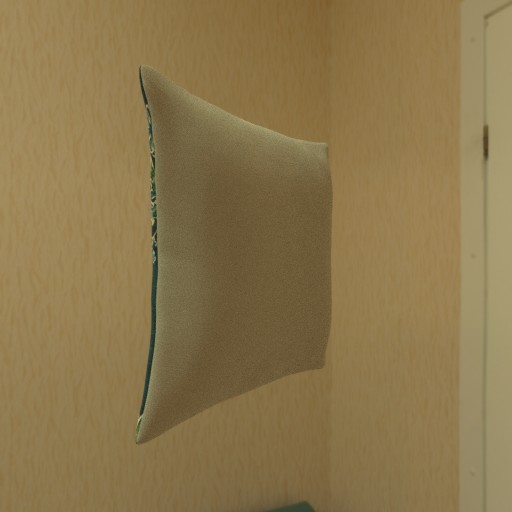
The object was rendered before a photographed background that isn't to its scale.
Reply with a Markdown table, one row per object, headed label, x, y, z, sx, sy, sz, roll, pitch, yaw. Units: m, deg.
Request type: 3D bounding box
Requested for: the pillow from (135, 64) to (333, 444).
| label | x | y | z | sx | sy | sz | roll | pitch | yaw |
| --- | --- | --- | --- | --- | --- | --- | --- | --- | --- |
| pillow | 0.000 | 0.000 | 0.798 | 0.166 | 0.508 | 0.525 | 0 | 0 | 37 |
